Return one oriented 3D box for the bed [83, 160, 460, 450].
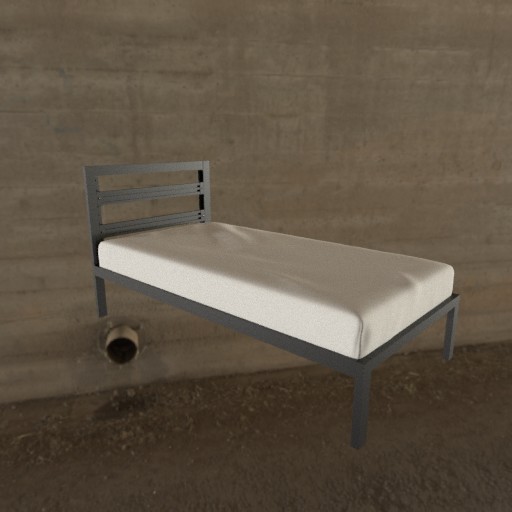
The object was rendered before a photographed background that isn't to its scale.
[{"bbox_3d":[0.000,0.000,2.515,1.930,0.967,0.991,13,20,41],"label":"bed"}]
